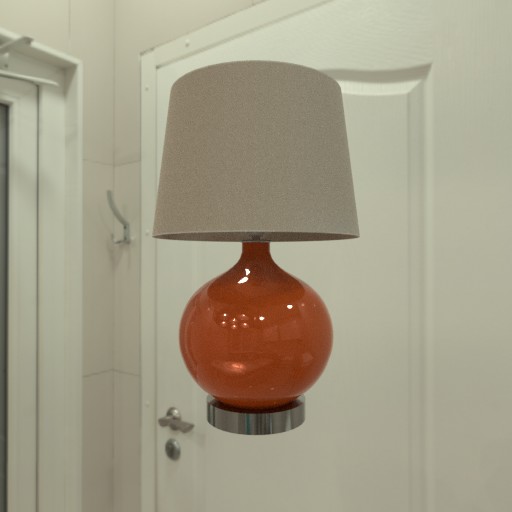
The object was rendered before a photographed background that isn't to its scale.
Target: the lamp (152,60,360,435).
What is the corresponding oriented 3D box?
[{"bbox_3d":[0.000,0.000,0.539,0.247,0.387,0.247,0,0,0],"label":"lamp"}]
